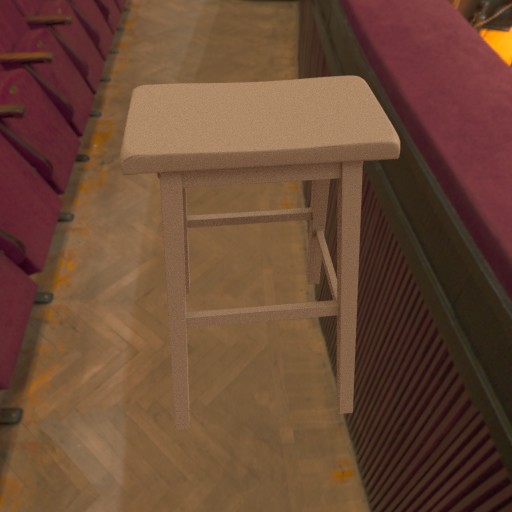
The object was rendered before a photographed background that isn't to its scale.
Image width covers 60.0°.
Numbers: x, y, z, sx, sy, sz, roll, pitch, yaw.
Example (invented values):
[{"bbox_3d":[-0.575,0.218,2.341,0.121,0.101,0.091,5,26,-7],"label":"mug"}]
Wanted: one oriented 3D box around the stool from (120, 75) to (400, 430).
[{"bbox_3d":[0.000,0.000,1.037,0.457,0.737,0.476,-4,46,-4],"label":"stool"}]
